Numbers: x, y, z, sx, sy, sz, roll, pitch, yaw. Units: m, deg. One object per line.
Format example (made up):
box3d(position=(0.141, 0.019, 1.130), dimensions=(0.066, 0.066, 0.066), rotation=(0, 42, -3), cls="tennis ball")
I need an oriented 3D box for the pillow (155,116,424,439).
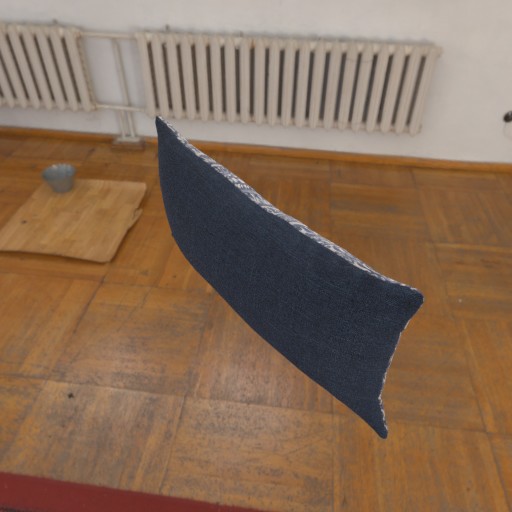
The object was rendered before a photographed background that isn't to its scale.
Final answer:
box3d(position=(0.000, 0.000, 0.754), dimensions=(0.148, 0.292, 0.631), rotation=(-27, 47, -28), cls="pillow")
